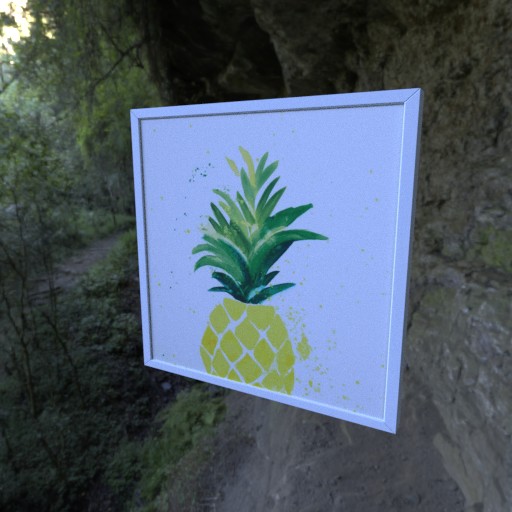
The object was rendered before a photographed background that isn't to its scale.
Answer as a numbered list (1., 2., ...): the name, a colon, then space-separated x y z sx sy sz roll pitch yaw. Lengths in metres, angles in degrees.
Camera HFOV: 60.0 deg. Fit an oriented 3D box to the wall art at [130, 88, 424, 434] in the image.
1. wall art: 0.000 0.000 0.463 0.307 0.307 0.020 6 13 28
